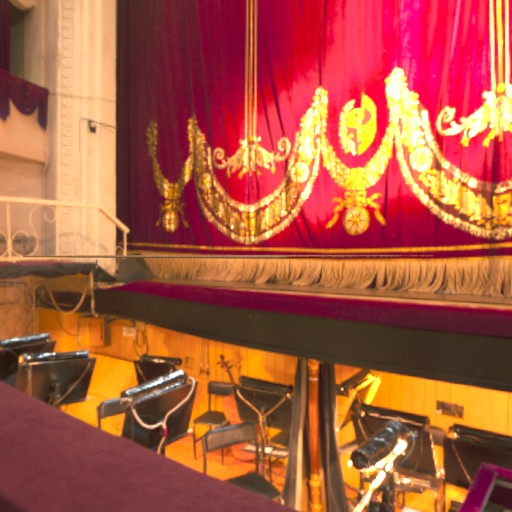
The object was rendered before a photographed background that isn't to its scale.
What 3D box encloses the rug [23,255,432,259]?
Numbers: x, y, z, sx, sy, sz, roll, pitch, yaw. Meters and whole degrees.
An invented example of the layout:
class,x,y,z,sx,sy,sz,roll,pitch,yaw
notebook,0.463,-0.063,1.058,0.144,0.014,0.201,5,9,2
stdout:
class,x,y,z,sx,sy,sz,roll,pitch,yaw
rug,0.000,0.000,4.107,2.441,0.016,3.095,0,0,35
